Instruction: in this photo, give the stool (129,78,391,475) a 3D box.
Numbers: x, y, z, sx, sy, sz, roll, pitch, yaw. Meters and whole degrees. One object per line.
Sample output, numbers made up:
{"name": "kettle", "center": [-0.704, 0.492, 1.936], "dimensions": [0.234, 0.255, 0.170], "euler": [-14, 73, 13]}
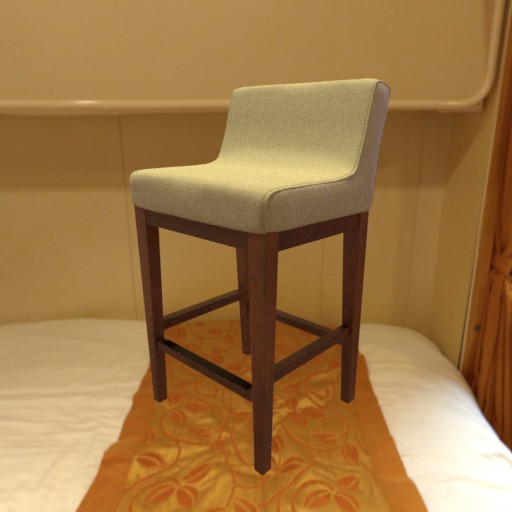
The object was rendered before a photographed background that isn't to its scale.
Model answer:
{"name": "stool", "center": [0.000, 0.000, 1.256], "dimensions": [0.511, 0.937, 0.500], "euler": [15, 23, 41]}
